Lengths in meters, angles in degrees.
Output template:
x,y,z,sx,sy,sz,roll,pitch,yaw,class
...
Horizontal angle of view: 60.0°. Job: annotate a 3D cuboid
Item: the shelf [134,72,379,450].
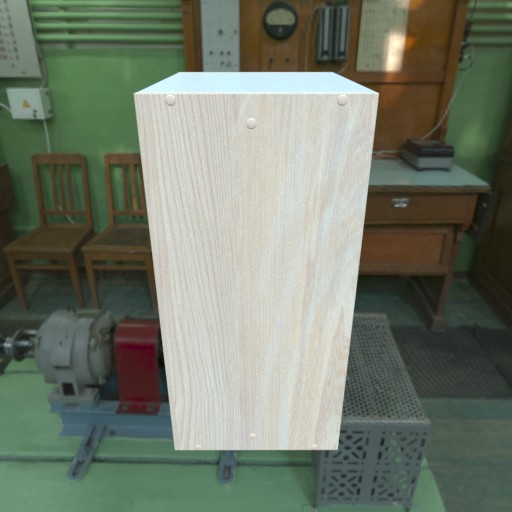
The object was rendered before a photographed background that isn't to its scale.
x,y,z,sx,sy,sz,roll,pitch,yaw,class
0.000,0.000,0.812,0.290,0.600,0.350,0,26,0,shelf
